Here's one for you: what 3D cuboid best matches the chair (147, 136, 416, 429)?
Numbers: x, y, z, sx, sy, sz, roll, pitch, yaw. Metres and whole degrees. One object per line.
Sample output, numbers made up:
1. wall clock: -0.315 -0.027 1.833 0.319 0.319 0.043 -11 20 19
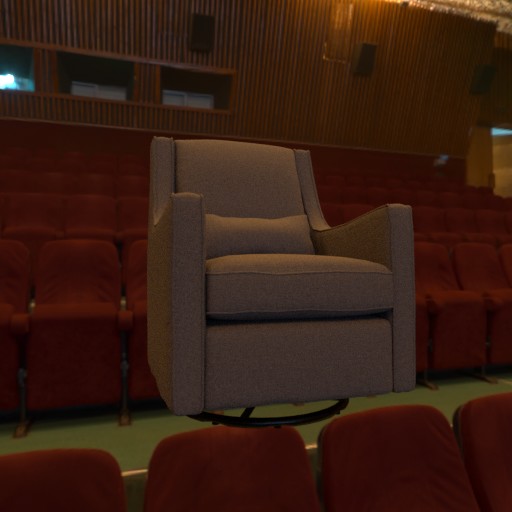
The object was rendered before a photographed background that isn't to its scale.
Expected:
1. chair: 0.000 0.000 1.597 0.732 0.993 0.879 0 -1 -19
